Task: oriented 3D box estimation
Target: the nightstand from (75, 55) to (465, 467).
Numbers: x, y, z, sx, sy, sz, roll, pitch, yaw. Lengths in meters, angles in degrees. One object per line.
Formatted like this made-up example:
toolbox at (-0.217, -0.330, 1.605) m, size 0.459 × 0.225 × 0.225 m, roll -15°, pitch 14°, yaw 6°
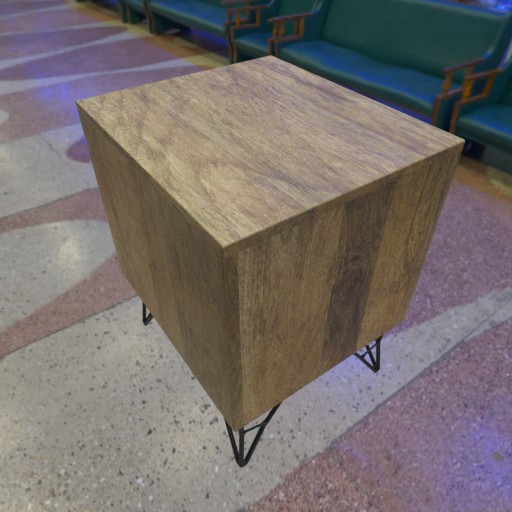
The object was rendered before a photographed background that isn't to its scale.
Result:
nightstand at (0.000, 0.000, 0.859) m, size 0.406 × 0.559 × 0.457 m, roll -25°, pitch 47°, yaw -26°
